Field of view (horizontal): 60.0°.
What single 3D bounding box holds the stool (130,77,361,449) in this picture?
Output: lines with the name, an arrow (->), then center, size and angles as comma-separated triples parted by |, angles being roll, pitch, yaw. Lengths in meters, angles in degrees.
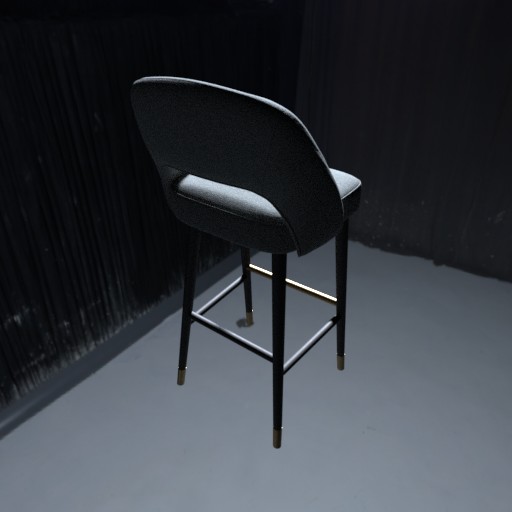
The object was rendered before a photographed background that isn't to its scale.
stool -> 0.000, 0.000, 1.363 | 0.536, 1.089, 0.524 | 21, 37, 31
